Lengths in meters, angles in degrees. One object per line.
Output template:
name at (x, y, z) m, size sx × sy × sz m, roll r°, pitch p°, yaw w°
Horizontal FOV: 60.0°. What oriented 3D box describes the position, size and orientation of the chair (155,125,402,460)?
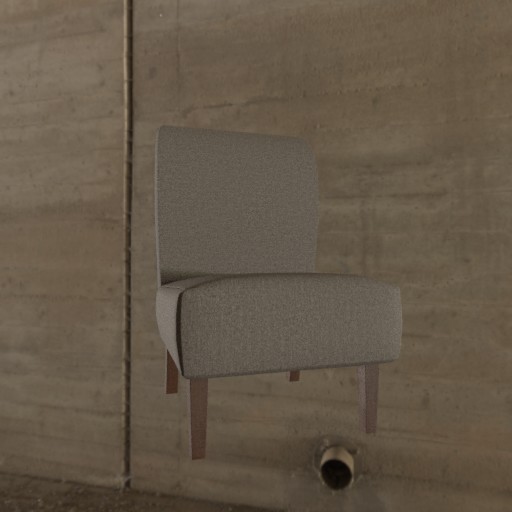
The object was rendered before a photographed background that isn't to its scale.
chair at (0.000, 0.000, 1.170) m, size 0.513 × 0.804 × 0.592 m, roll 0°, pitch 0°, yaw -19°
